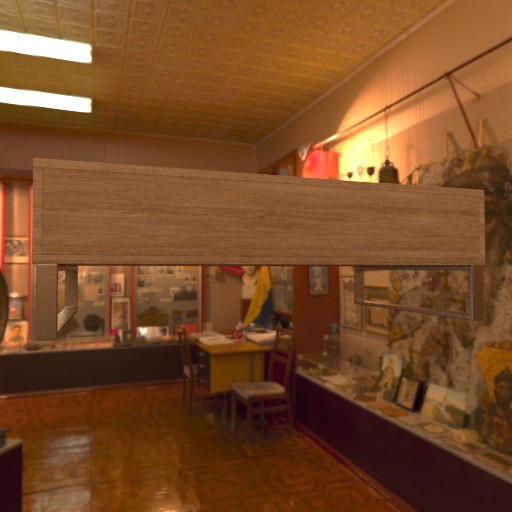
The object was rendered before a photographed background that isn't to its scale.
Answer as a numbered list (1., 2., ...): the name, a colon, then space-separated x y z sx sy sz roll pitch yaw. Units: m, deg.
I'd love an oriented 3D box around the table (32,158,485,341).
1. table: 0.000 0.000 1.304 1.100 0.350 0.600 1 -2 -18
